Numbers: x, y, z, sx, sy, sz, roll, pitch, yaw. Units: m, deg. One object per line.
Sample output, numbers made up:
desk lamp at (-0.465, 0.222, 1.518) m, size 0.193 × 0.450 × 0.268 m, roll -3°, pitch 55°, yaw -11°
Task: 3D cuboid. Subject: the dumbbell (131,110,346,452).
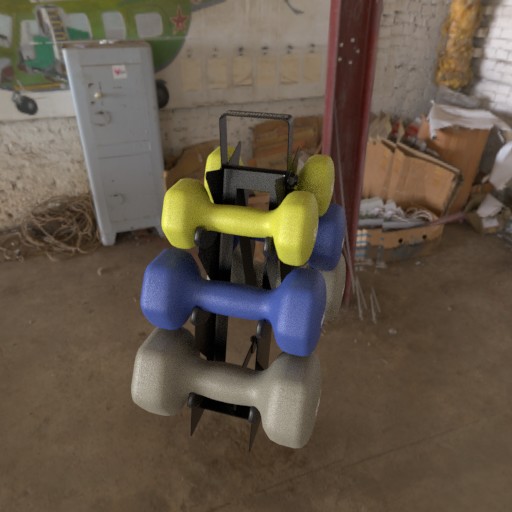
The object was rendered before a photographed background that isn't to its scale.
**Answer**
dumbbell at (0.000, 0.000, 0.681) m, size 0.261 × 0.426 × 0.416 m, roll 9°, pitch 33°, yaw 14°
